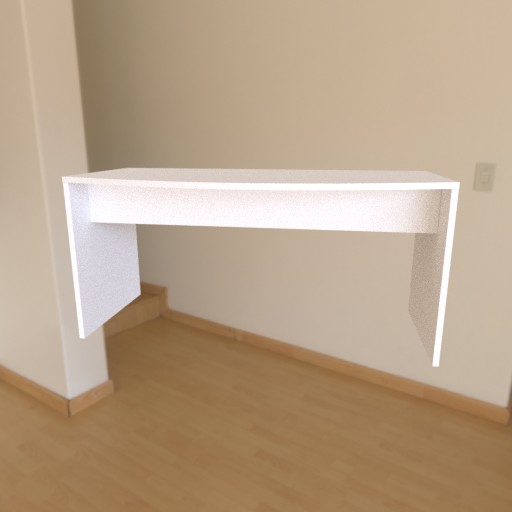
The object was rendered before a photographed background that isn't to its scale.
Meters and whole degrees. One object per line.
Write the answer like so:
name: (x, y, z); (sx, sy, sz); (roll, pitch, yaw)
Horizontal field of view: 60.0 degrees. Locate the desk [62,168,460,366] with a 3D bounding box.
desk: (0.000, 0.000, 2.076); (1.600, 0.750, 0.802); (2, 15, 9)
